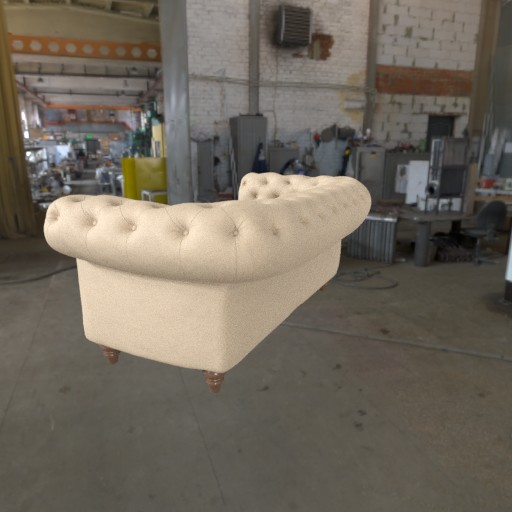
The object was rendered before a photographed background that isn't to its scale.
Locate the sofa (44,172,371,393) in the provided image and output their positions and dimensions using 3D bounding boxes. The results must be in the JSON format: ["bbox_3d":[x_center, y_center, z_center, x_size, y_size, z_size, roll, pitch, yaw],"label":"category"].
[{"bbox_3d":[0.000,0.000,2.544,1.069,0.835,1.988,7,16,25],"label":"sofa"}]
